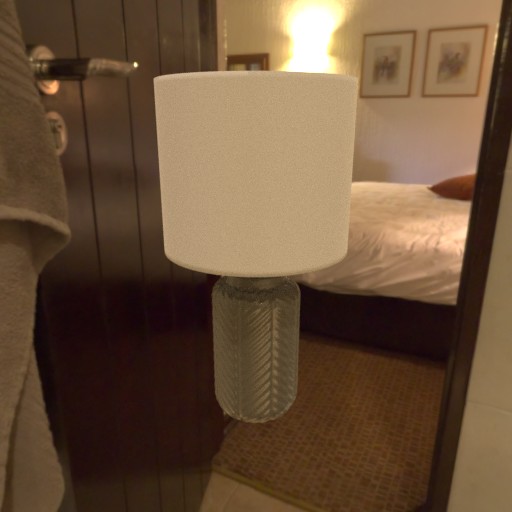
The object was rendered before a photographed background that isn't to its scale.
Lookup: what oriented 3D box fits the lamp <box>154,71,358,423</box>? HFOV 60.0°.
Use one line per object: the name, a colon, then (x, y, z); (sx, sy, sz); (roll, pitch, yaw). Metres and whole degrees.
lamp: (0.000, 0.000, 0.506); (0.203, 0.389, 0.203); (-3, 18, -10)
